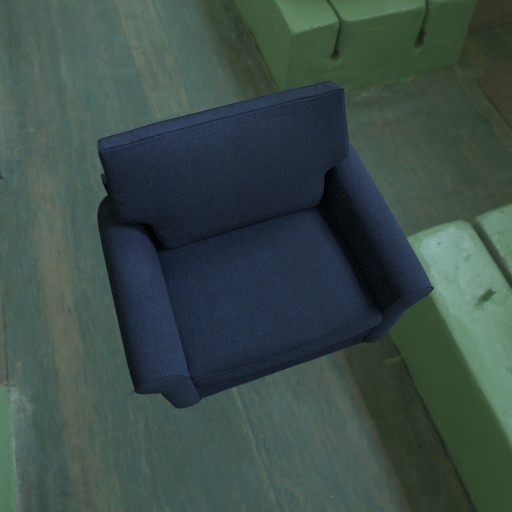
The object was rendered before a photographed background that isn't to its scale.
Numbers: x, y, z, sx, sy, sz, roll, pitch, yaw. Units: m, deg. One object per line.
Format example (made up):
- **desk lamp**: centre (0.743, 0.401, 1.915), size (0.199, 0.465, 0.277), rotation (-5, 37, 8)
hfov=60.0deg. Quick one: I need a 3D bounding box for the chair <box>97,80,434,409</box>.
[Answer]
- **chair**: centre (0.000, 0.000, 2.030), size (1.285, 1.044, 0.963), rotation (-17, 64, -9)
